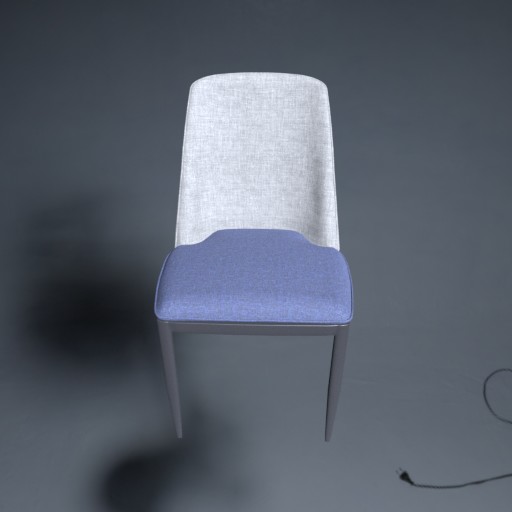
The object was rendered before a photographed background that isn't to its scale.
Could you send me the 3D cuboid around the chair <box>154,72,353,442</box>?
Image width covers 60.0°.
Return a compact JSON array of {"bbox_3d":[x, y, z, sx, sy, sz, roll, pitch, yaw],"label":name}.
[{"bbox_3d":[0.000,0.000,1.203,0.488,0.855,0.550,1,31,1],"label":"chair"}]
